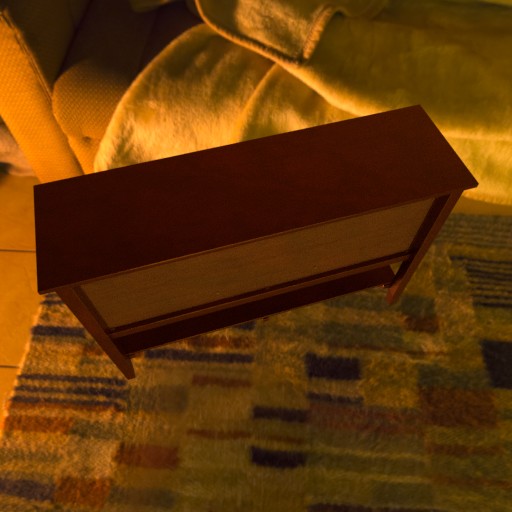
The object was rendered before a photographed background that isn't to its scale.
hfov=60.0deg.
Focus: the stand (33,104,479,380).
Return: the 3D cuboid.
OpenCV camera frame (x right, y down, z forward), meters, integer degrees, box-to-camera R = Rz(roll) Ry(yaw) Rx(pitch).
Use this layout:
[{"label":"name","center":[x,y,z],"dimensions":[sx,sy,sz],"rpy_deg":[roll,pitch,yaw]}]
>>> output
[{"label":"stand","center":[0.000,0.000,1.780],"dimensions":[1.362,0.872,0.410],"rpy_deg":[-14,59,-9]}]
